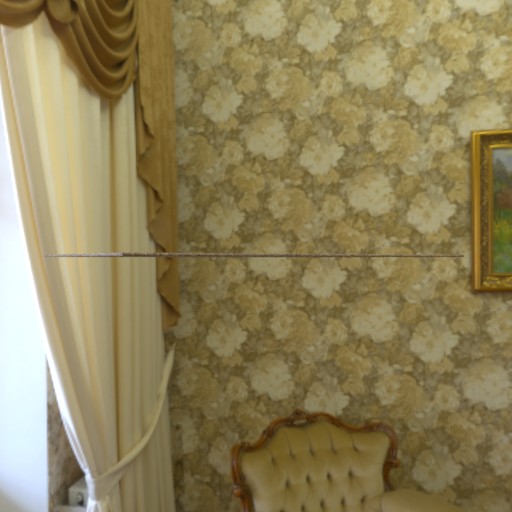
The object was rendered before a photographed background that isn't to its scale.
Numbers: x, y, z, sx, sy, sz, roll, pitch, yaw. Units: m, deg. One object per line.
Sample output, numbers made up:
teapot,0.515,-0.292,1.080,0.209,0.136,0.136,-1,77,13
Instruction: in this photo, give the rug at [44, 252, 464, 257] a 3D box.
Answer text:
rug,0.000,0.000,2.900,2.283,0.013,1.547,0,0,-35
